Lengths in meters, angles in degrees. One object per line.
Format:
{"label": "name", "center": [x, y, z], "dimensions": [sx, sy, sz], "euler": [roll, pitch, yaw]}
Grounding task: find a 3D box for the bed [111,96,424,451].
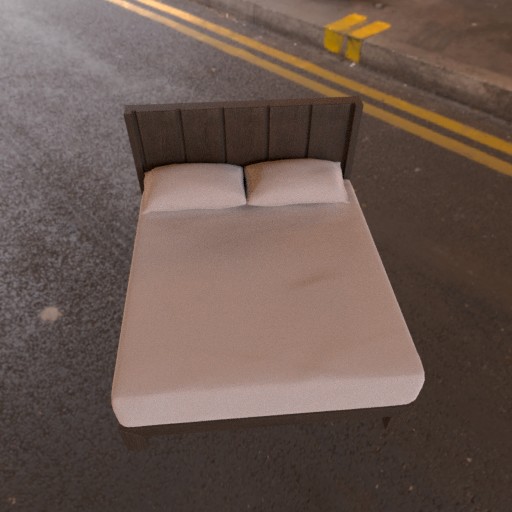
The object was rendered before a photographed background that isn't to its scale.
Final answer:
{"label": "bed", "center": [0.000, 0.000, 3.022], "dimensions": [1.735, 1.261, 1.992], "euler": [-3, 45, -3]}
